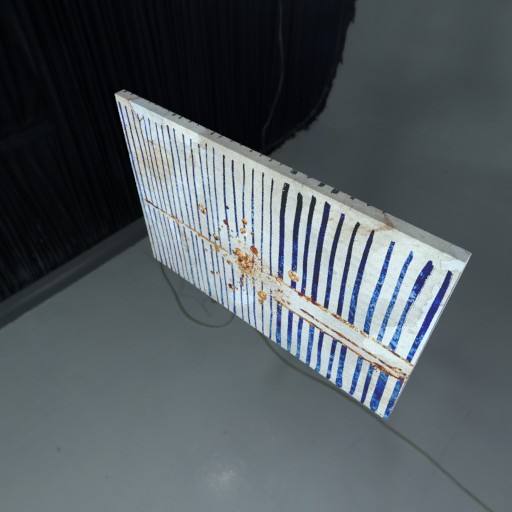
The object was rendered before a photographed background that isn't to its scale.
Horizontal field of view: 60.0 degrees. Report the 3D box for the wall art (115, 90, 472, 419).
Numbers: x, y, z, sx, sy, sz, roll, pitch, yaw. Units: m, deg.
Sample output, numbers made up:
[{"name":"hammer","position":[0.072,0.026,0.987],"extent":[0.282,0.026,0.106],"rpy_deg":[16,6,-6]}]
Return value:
[{"name":"wall art","position":[0.000,0.000,1.158],"extent":[0.919,0.609,0.030],"rpy_deg":[31,54,26]}]
